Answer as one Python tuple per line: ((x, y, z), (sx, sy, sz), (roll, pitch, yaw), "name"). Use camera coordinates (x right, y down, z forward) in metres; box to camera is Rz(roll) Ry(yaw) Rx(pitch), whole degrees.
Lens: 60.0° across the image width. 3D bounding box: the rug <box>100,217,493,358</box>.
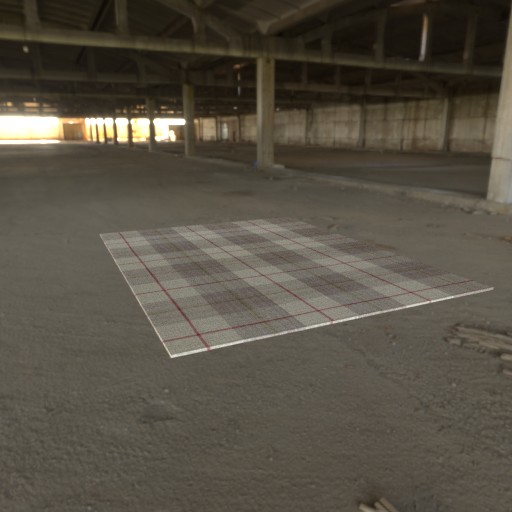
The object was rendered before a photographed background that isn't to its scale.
((0.000, 0.000, 3.945), (2.317, 0.016, 2.959), (-7, 17, -24), "rug")
